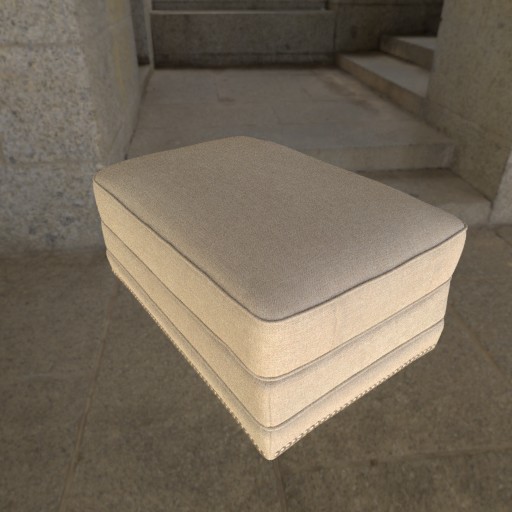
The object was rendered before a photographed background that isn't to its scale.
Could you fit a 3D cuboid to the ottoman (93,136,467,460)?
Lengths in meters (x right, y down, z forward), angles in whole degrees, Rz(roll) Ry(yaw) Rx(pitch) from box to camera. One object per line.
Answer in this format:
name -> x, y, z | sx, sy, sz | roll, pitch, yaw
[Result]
ottoman -> 0.000, 0.000, 1.138 | 0.559, 0.458, 0.813 | -21, 38, -30
